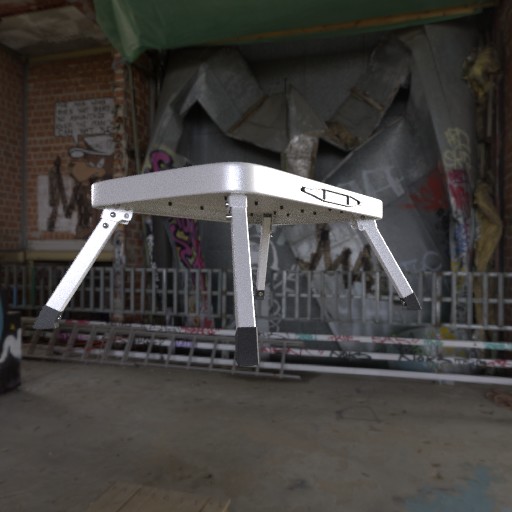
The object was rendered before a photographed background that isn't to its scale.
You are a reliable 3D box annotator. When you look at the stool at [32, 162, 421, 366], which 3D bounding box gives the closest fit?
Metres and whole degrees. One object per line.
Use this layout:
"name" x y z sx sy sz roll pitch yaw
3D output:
"stool" 0.000 0.000 0.606 0.320 0.170 0.460 0 0 36
